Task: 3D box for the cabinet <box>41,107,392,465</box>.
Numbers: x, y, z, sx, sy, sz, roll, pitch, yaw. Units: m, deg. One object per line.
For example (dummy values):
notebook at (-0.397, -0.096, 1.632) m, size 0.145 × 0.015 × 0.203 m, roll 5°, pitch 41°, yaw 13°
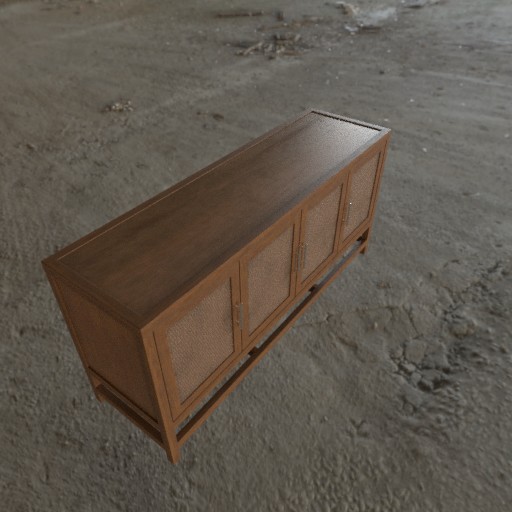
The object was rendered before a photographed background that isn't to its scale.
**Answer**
cabinet at (0.000, 0.000, 2.152) m, size 0.522 × 0.820 × 1.708 m, roll 26°, pitch 46°, yaw 28°
